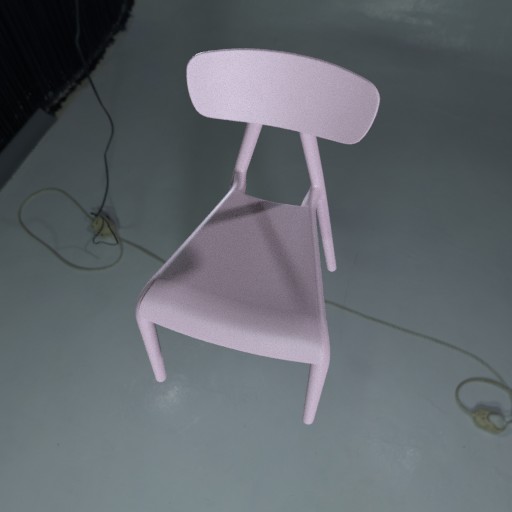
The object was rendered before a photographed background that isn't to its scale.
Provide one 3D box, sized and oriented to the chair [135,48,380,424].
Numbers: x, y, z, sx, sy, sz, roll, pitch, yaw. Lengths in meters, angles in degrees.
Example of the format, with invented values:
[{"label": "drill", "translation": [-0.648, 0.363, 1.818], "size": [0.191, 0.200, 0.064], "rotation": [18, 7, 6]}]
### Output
[{"label": "chair", "translation": [0.000, 0.000, 0.810], "size": [0.356, 0.580, 0.401], "rotation": [13, 59, 8]}]
